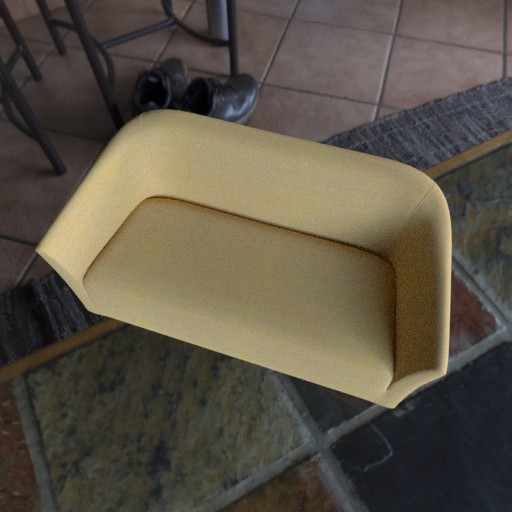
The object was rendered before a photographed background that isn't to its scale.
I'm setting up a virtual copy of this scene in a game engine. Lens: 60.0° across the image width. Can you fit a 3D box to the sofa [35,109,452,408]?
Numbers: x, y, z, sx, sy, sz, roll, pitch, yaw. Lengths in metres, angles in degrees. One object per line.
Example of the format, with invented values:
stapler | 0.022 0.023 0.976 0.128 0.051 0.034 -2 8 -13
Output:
sofa | 0.000 0.000 1.820 1.452 0.721 0.705 16 61 9
